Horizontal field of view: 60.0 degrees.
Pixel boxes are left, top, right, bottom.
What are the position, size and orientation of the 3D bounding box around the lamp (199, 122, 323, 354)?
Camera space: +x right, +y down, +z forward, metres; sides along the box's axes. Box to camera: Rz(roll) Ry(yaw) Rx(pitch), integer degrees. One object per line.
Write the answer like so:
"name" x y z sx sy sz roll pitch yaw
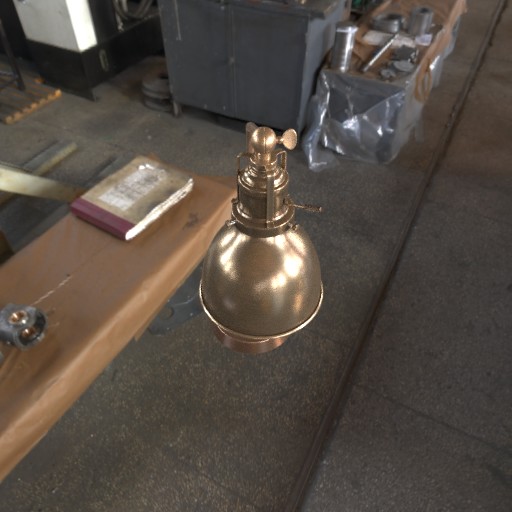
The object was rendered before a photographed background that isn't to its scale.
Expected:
"lamp" 0.000 0.000 0.595 0.153 0.456 0.286 -4 46 -4
